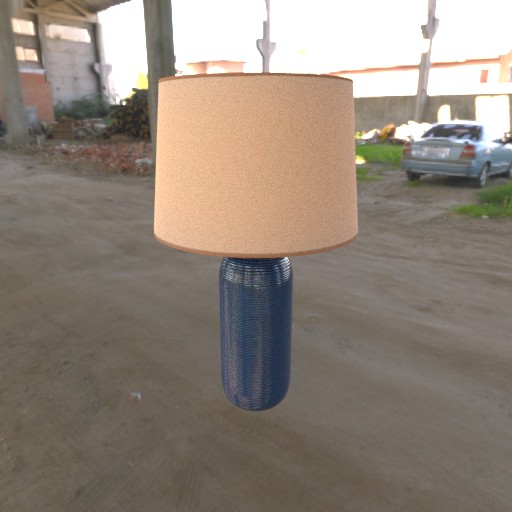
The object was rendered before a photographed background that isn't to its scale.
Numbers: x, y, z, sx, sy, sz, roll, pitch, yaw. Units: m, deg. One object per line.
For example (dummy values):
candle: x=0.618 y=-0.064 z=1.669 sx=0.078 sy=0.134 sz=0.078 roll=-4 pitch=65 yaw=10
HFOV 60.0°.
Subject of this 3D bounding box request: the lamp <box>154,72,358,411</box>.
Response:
lamp: x=0.000 y=0.000 z=0.831 sx=0.367 sy=0.609 sz=0.367 roll=0 pitch=17 yaw=0
